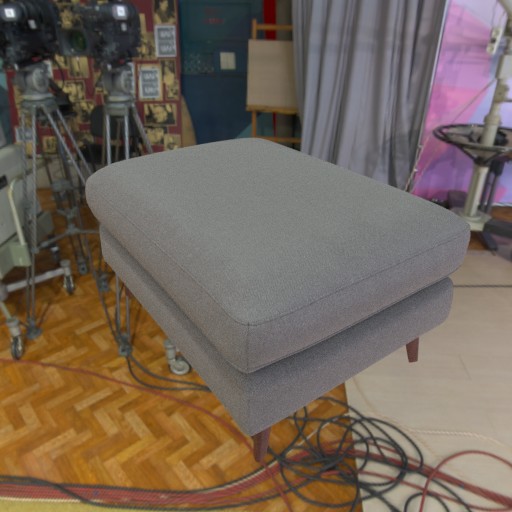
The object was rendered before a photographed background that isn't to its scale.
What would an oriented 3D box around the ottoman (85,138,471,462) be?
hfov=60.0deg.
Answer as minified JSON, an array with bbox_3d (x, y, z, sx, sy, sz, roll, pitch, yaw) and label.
[{"bbox_3d":[0.000,0.000,1.140,0.608,0.449,0.811,-20,35,-30],"label":"ottoman"}]
